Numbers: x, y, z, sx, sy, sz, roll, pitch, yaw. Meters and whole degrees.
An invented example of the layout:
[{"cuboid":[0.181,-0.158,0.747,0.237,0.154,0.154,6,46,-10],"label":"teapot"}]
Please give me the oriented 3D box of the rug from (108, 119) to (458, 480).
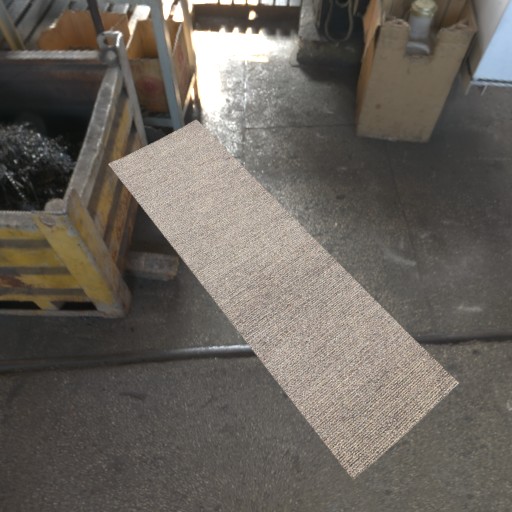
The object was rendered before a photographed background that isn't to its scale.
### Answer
[{"cuboid":[0.000,0.000,2.514,0.697,0.013,2.335,-32,63,-19],"label":"rug"}]
